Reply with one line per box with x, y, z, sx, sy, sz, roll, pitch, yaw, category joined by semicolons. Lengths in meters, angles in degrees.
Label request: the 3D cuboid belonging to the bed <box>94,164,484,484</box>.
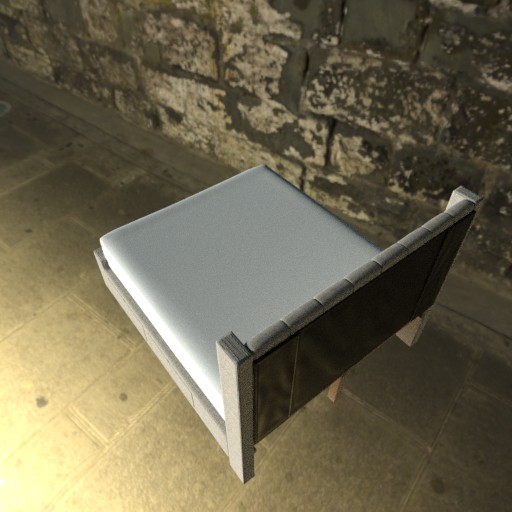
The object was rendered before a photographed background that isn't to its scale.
0.000;0.000;3.768;2.044;1.748;2.372;-29;53;-25;bed
